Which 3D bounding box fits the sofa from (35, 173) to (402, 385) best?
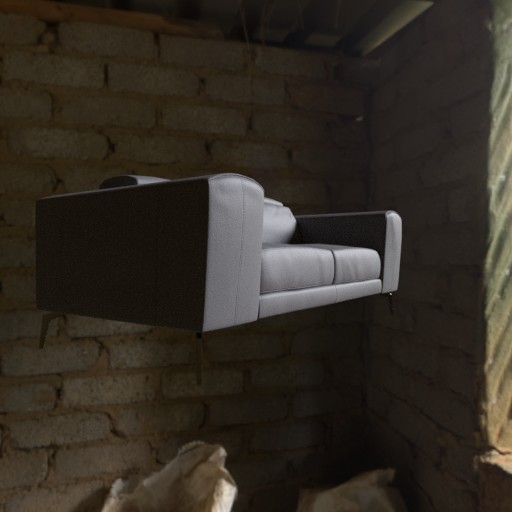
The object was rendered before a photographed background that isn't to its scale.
[{"bbox_3d":[0.000,0.000,2.355,1.003,0.779,1.895,0,1,35],"label":"sofa"}]
